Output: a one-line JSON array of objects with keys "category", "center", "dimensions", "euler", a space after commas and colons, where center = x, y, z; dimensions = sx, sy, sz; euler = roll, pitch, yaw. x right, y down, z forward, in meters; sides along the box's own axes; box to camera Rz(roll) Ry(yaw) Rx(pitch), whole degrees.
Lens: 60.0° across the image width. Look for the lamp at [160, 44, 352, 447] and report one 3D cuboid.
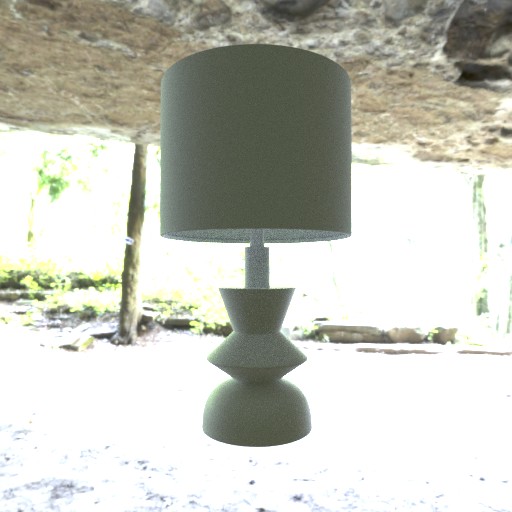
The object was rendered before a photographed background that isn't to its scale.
[{"category": "lamp", "center": [0.000, 0.000, 0.707], "dimensions": [0.301, 0.533, 0.301], "euler": [2, -3, -36]}]
